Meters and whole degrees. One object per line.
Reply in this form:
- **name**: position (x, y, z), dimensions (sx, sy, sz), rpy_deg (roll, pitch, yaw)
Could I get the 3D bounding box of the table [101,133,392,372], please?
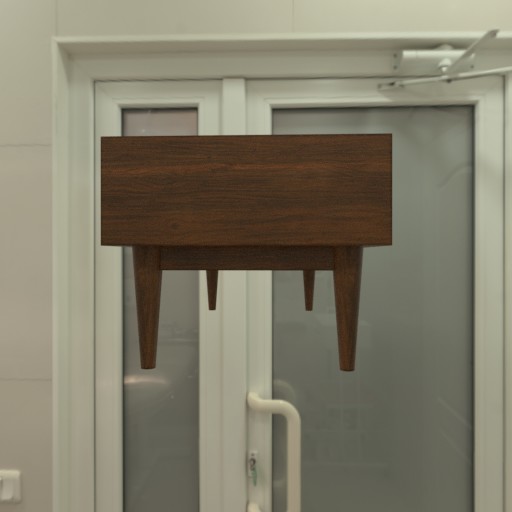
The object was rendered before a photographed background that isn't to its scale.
- **table**: position (0.000, 0.000, 1.536), dimensions (0.610, 0.508, 1.221), rpy_deg (0, 0, 2)
